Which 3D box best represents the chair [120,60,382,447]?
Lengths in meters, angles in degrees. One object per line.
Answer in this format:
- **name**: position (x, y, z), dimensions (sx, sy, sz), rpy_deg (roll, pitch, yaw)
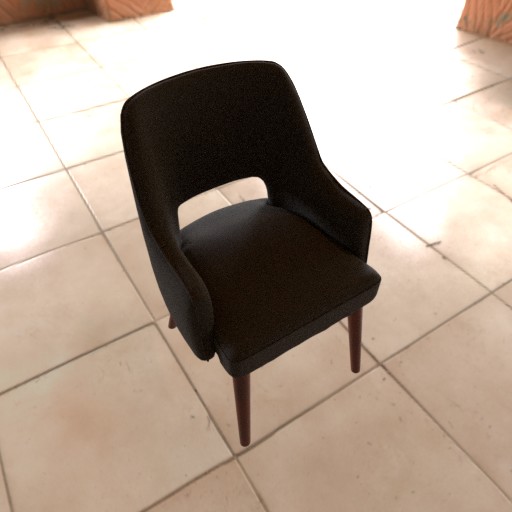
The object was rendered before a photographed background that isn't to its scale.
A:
- **chair**: position (0.000, 0.000, 1.216), dimensions (0.559, 0.838, 0.560), rpy_deg (-25, 51, -23)
